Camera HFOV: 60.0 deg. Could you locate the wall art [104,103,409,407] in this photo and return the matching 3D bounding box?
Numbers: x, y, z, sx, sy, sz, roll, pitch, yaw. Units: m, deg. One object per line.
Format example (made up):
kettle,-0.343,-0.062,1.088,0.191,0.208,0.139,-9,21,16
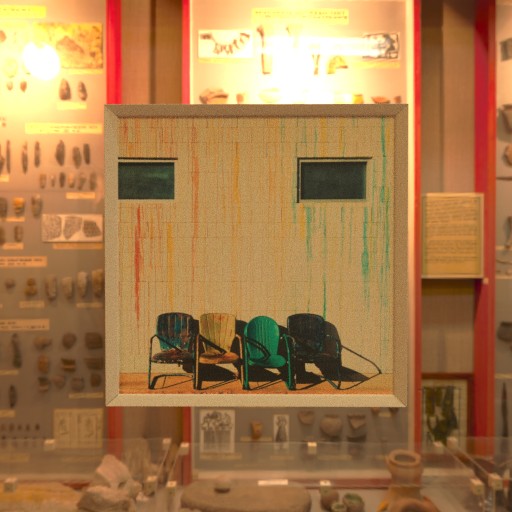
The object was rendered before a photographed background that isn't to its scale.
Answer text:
wall art,0.000,0.000,0.761,0.508,0.508,0.037,0,1,0
